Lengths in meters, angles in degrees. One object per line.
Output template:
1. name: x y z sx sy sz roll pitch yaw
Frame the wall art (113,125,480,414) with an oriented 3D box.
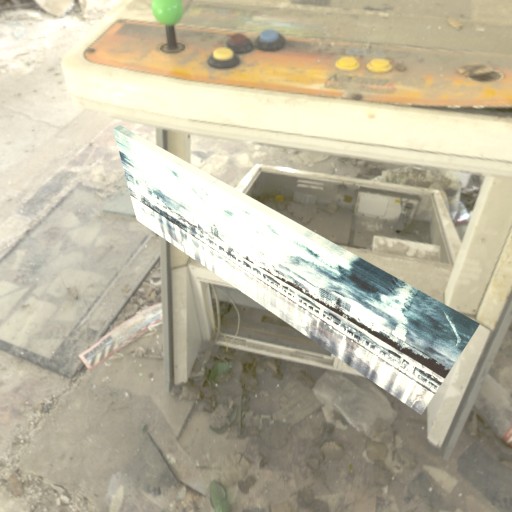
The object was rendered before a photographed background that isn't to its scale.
1. wall art: 0.000 0.000 1.683 1.524 0.509 0.037 32 55 26
